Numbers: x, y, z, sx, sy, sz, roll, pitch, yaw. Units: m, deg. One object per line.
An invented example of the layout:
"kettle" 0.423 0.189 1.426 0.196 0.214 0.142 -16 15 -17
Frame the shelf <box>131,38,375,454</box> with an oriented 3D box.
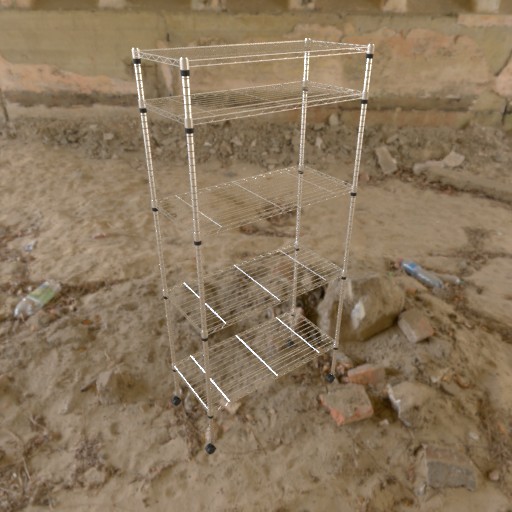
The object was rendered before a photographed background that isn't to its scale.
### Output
"shelf" 0.000 0.000 1.848 0.762 1.587 0.356 -20 35 -30
